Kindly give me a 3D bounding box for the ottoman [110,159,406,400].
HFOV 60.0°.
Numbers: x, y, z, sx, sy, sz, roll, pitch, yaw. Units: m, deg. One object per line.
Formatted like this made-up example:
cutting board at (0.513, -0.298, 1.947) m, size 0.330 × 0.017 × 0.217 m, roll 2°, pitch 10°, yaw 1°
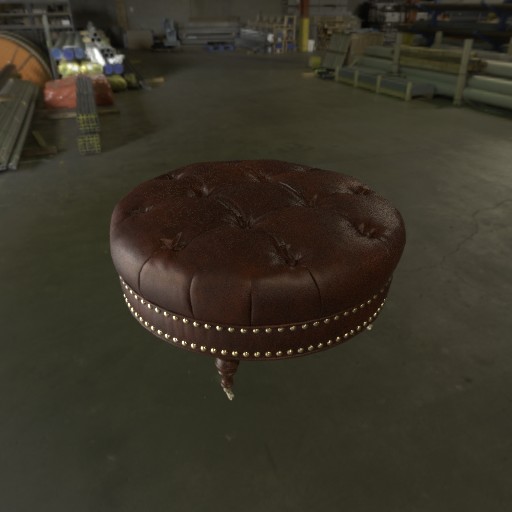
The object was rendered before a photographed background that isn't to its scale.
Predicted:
ottoman at (0.000, 0.000, 1.434) m, size 0.901 × 0.455 × 0.901 m, roll 0°, pitch 30°, yaw 0°
